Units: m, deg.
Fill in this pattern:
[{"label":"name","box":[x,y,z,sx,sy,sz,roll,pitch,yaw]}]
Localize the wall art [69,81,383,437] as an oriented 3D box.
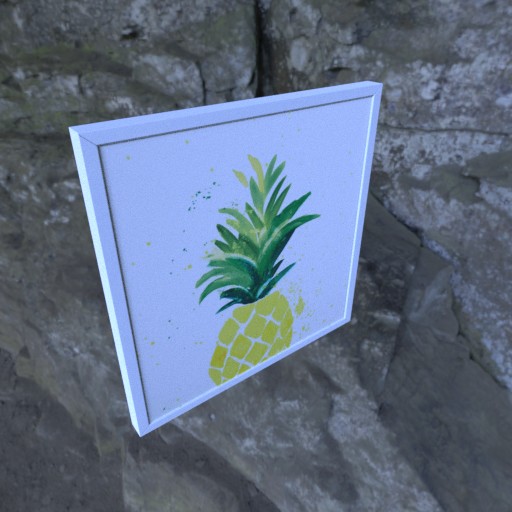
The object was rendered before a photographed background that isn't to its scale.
[{"label":"wall art","box":[0.000,0.000,0.455,0.307,0.307,0.020,-21,37,-31]}]
